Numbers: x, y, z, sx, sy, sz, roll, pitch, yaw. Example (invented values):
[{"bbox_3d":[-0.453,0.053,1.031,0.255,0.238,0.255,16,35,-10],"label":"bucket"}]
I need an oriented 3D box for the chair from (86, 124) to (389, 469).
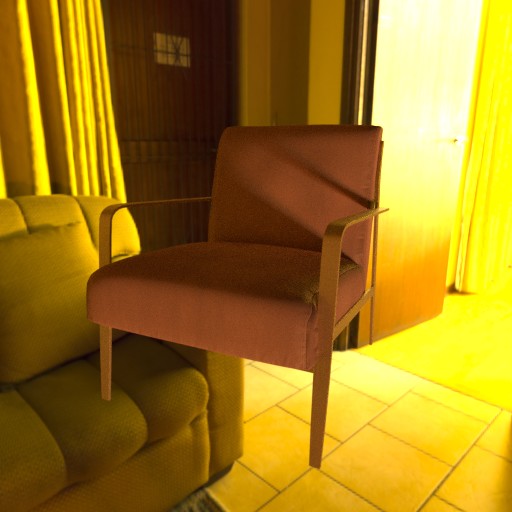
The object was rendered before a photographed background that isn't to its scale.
[{"bbox_3d":[0.000,0.000,1.417,0.701,0.823,0.848,7,16,25],"label":"chair"}]
